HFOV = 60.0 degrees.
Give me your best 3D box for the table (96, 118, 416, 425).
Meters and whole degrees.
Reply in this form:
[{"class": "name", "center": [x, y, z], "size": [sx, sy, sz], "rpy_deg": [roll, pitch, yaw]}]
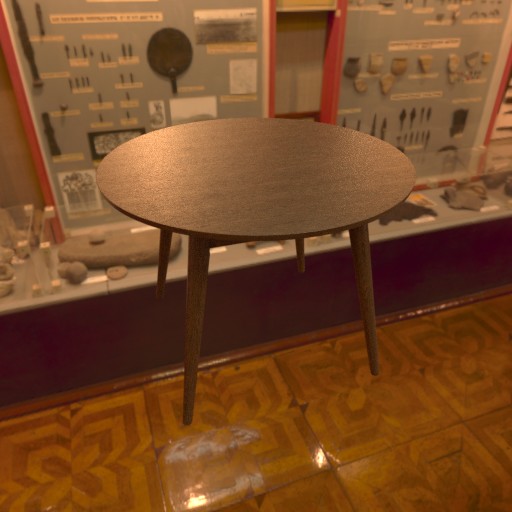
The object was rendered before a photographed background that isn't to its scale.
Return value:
[{"class": "table", "center": [0.000, 0.000, 1.734], "size": [1.053, 0.786, 1.053], "rpy_deg": [0, 32, 0]}]
